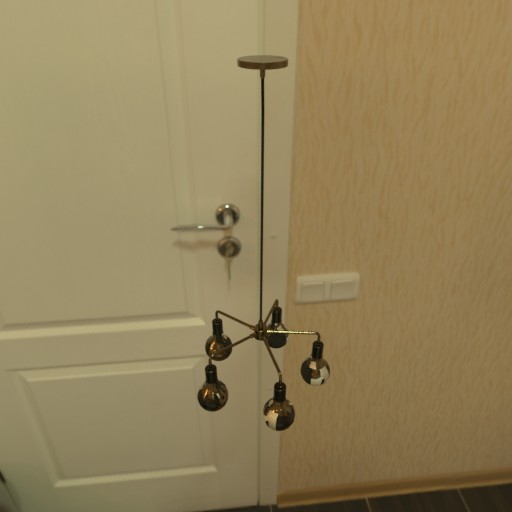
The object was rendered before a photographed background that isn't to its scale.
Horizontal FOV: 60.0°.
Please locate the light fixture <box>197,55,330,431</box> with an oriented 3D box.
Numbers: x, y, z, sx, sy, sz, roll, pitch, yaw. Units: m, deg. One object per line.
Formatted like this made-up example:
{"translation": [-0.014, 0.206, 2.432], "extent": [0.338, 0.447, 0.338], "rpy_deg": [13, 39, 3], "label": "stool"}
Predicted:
{"translation": [0.000, 0.000, 1.207], "extent": [0.421, 0.988, 0.438], "rpy_deg": [-20, 37, -29], "label": "light fixture"}
